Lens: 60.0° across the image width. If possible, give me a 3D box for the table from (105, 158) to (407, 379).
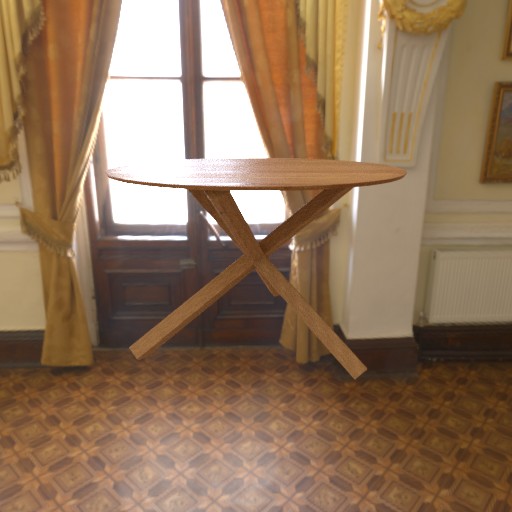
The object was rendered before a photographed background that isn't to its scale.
[{"bbox_3d":[0.000,0.000,1.698,1.038,0.666,1.038,0,16,0],"label":"table"}]
